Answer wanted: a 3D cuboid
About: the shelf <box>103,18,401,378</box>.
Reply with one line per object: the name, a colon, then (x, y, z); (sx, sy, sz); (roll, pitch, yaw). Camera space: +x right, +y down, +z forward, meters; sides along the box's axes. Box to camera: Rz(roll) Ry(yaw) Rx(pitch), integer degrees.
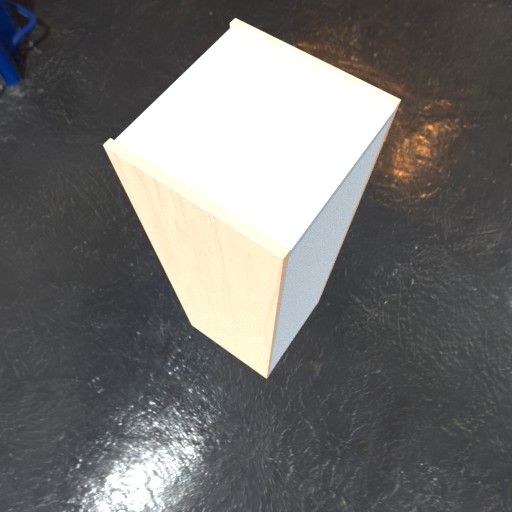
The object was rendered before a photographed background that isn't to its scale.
shelf: (0.000, 0.000, 1.019); (0.290, 0.900, 0.300); (33, 70, 14)
